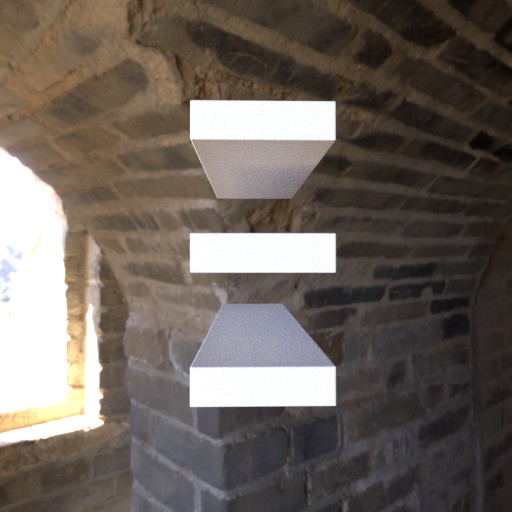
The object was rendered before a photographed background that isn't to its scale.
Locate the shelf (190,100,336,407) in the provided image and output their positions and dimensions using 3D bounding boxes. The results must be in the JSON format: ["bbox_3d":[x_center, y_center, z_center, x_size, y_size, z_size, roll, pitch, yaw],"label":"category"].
[{"bbox_3d":[0.000,0.000,0.728,0.140,0.293,0.610,0,-1,-1],"label":"shelf"}]
